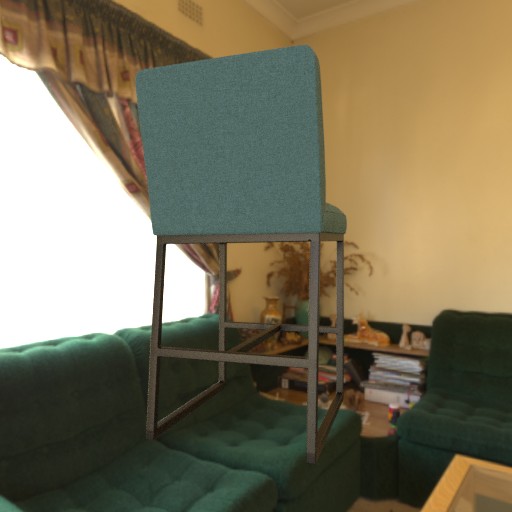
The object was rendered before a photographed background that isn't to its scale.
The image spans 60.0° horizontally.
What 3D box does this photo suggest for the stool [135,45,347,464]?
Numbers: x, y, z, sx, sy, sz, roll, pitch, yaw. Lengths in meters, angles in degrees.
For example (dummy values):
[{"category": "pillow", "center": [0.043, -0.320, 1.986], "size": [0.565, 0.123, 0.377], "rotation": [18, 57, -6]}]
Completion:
[{"category": "stool", "center": [0.000, 0.000, 1.286], "size": [0.460, 0.940, 0.560], "rotation": [0, 0, 19]}]
